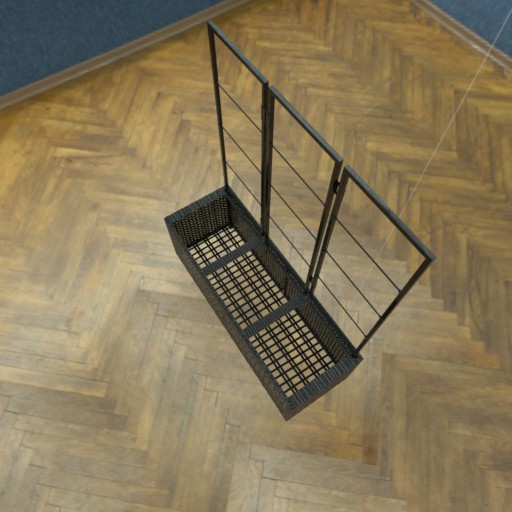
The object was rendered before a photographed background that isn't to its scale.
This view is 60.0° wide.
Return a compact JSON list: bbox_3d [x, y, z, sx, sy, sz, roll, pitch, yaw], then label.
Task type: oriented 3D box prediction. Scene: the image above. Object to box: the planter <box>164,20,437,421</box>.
[{"bbox_3d":[0.000,0.000,1.146,0.244,0.841,0.699,-31,67,-15],"label":"planter"}]
